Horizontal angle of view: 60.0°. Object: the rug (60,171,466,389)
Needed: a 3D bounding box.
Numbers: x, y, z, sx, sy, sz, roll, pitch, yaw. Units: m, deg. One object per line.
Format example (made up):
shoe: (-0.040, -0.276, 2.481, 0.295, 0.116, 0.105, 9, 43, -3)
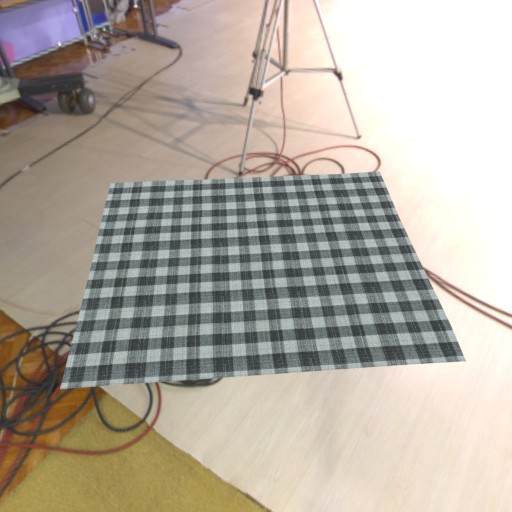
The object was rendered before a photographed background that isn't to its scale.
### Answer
rug: (0.000, 0.000, 4.110, 3.021, 0.013, 2.432, -3, 47, -3)
